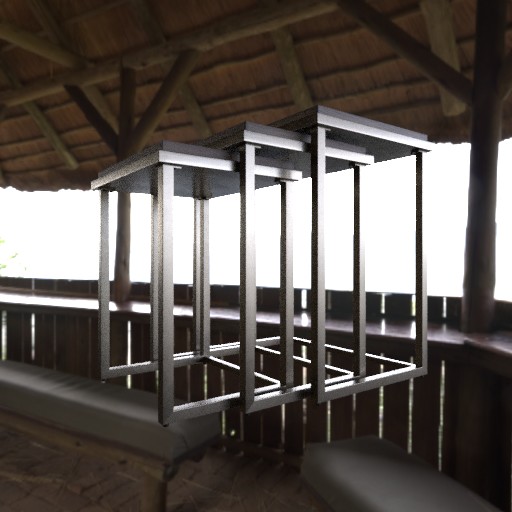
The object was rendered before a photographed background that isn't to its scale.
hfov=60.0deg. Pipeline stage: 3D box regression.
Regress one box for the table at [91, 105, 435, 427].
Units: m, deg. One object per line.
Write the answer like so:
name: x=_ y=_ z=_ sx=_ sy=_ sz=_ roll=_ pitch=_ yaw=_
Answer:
table: x=0.000 y=0.000 z=1.131 sx=0.706 sy=0.610 sz=0.559 roll=0 pitch=0 yaw=-36
